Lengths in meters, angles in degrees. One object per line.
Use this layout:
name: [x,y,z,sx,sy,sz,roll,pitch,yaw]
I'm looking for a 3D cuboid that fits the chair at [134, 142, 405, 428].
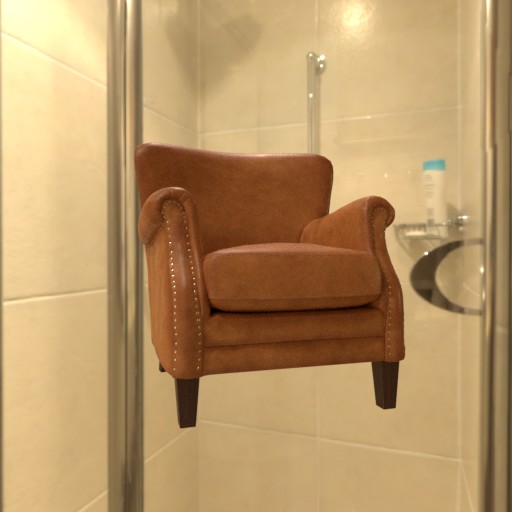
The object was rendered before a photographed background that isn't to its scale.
chair: [0.000,0.000,1.649,0.861,0.936,0.921,0,0,-17]
